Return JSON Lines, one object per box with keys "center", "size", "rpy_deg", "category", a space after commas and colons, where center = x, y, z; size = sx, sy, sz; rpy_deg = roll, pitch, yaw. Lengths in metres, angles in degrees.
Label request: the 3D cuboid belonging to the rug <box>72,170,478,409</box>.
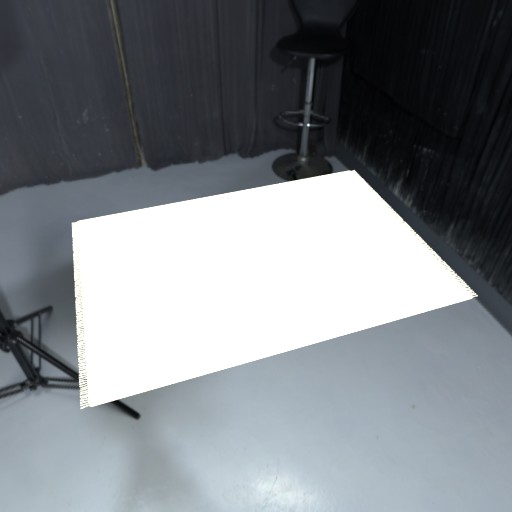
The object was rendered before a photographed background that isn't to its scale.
{"center": [0.000, 0.000, 2.863], "size": [2.233, 0.011, 1.514], "rpy_deg": [-13, 43, -14], "category": "rug"}
